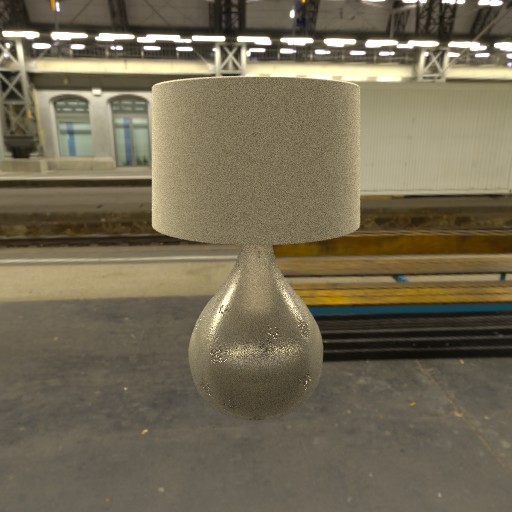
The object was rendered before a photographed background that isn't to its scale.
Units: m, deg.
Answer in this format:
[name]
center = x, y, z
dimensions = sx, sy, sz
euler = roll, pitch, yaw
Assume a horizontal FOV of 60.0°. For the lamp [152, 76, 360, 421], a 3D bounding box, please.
[lamp]
center = 0.000, 0.000, 0.737
dimensions = 0.330, 0.521, 0.330
euler = 0, 15, 0
